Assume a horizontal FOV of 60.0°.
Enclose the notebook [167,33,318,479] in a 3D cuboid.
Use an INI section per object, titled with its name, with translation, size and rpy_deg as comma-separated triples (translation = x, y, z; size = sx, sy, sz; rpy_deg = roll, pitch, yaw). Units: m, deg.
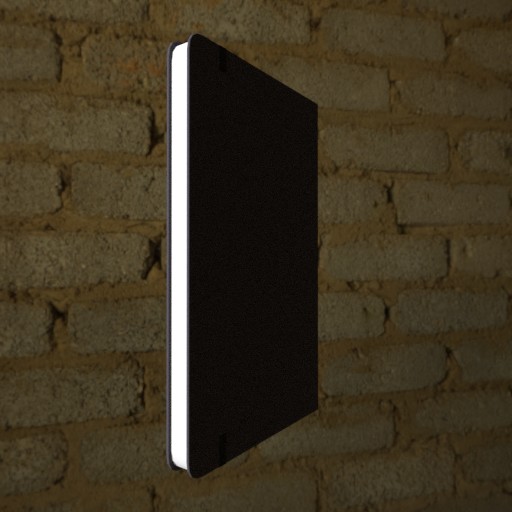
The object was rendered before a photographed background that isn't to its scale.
[notebook]
translation = 0.000, 0.000, 0.261
size = 0.016, 0.213, 0.127
rpy_deg = 0, 0, 36
